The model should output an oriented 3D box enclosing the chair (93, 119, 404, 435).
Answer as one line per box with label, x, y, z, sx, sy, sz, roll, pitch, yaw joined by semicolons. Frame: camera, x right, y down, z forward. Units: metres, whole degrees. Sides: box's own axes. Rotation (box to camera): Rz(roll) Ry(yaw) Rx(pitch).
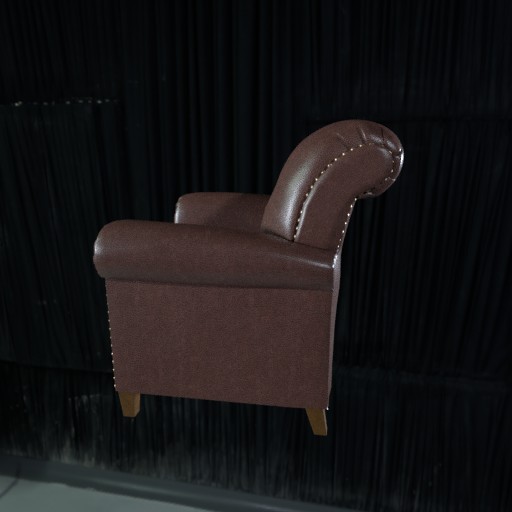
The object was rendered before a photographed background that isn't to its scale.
chair;0.000;0.000;1.601;0.890;0.927;0.854;2;15;9
